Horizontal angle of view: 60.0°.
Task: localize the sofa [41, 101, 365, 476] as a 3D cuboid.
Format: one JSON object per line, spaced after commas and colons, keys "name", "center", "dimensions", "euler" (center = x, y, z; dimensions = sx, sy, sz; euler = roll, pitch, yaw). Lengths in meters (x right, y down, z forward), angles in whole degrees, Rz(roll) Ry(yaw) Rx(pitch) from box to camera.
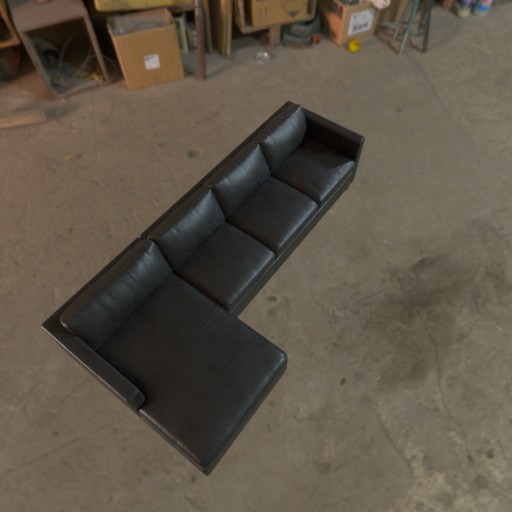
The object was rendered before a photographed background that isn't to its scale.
{"name": "sofa", "center": [0.000, 0.000, 3.938], "dimensions": [1.581, 0.883, 3.203], "euler": [32, 63, 19]}
